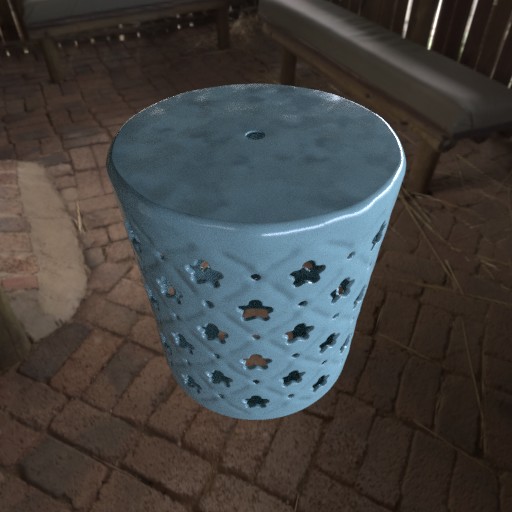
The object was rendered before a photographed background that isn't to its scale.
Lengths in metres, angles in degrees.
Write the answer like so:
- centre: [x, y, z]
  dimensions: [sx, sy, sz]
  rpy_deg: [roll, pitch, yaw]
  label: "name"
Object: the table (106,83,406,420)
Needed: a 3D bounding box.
- centre: [0.000, 0.000, 0.655]
  dimensions: [0.352, 0.387, 0.352]
  rpy_deg: [0, 42, 0]
  label: "table"
